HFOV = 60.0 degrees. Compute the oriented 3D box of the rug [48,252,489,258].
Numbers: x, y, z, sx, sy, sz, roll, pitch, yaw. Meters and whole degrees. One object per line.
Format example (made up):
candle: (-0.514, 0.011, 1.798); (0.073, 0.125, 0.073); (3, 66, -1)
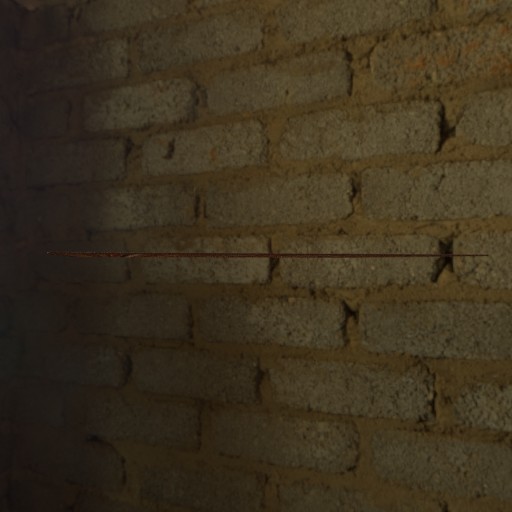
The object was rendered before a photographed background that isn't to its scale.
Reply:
rug: (0.000, 0.000, 2.306); (1.828, 0.007, 1.217); (0, -1, -18)
